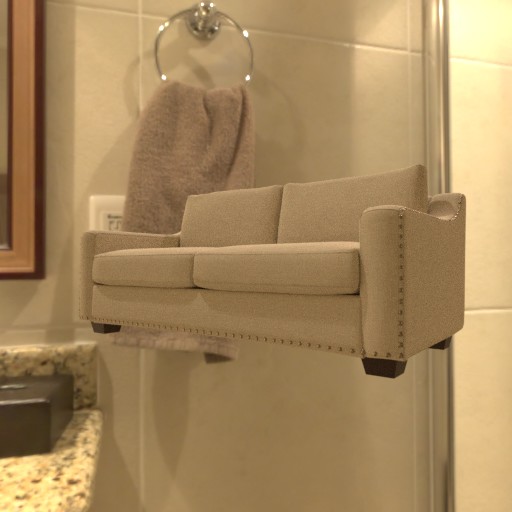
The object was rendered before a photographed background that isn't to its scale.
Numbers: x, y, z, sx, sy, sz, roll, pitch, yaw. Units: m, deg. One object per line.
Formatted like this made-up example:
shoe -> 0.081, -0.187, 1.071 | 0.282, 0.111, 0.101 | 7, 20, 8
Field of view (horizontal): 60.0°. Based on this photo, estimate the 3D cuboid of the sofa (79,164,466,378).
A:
sofa -> 0.000, 0.000, 2.652 | 2.107, 0.983, 1.104 | -1, -2, 37
